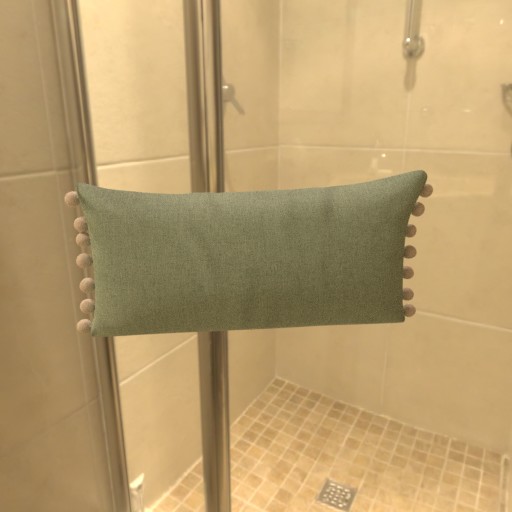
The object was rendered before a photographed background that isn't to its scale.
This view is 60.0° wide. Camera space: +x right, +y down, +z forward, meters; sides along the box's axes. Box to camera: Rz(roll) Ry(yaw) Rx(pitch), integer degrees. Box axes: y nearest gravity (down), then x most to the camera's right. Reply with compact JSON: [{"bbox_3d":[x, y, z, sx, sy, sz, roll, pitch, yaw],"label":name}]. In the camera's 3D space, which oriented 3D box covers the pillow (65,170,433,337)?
[{"bbox_3d":[0.000,0.000,0.864,0.709,0.322,0.201,-2,17,-6],"label":"pillow"}]
